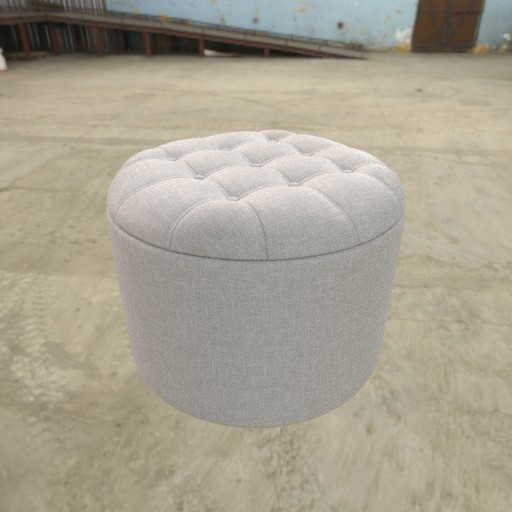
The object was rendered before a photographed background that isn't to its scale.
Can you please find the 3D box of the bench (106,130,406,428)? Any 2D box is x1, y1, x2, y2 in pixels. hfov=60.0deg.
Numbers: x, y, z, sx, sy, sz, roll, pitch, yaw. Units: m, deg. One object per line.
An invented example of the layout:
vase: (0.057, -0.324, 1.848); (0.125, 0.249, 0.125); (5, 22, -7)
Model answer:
bench: (0.000, 0.000, 0.995); (0.600, 0.453, 0.600); (0, 30, 0)
